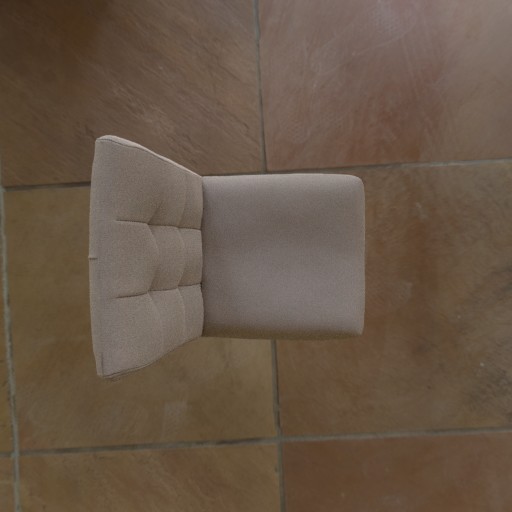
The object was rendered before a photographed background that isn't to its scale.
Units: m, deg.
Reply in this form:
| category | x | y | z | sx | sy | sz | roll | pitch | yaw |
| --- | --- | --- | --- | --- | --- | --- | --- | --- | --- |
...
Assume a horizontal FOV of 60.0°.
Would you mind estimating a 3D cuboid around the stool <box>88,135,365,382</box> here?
| category | x | y | z | sx | sy | sz | roll | pitch | yaw |
| --- | --- | --- | --- | --- | --- | --- | --- | --- | --- |
| stool | 0.000 | 0.000 | 1.179 | 0.571 | 0.885 | 0.427 | 0 | 91 | 1 |
